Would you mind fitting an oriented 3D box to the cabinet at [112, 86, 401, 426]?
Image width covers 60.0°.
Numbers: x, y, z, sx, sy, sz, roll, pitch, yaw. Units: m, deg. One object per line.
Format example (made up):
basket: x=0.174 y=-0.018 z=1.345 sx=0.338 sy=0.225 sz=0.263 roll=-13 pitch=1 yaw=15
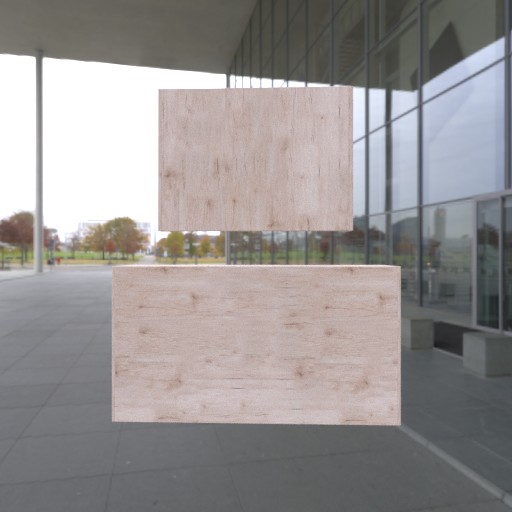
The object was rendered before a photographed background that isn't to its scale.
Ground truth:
cabinet: x=0.000 y=0.000 z=2.814 sx=1.700 sy=1.981 sz=0.420 roll=0 pitch=0 yaw=2
